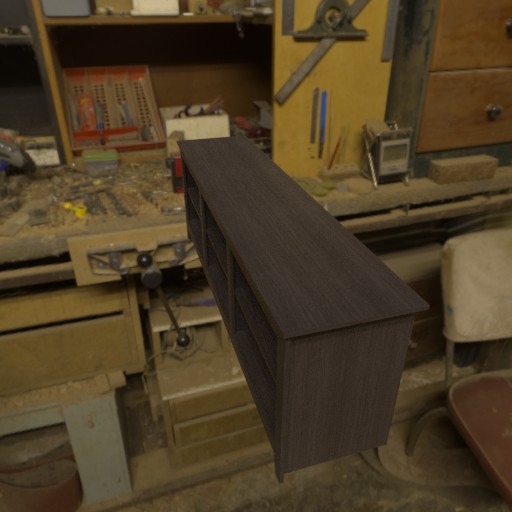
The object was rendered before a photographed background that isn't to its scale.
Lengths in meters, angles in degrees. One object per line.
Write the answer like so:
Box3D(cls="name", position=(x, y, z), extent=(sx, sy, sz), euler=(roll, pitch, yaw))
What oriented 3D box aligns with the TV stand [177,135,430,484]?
Box3D(cls="TV stand", position=(0.000, 0.000, 1.994), extent=(0.406, 0.610, 1.778), euler=(-9, 31, -15))
